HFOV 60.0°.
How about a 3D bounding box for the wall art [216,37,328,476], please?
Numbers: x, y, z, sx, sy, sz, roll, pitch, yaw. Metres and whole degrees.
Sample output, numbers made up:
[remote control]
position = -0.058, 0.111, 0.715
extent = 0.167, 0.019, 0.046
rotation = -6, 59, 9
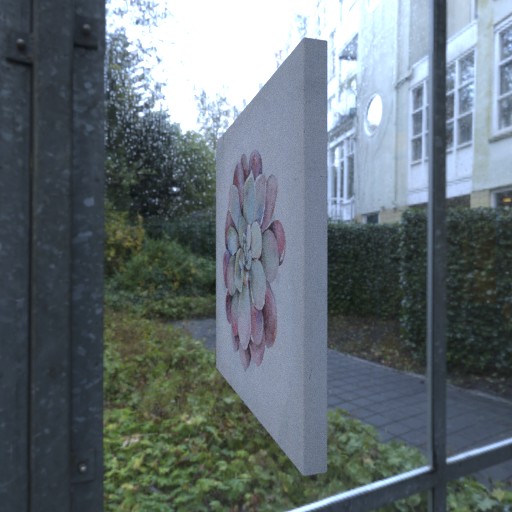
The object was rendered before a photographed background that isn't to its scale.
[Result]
[wall art]
position = 0.000, 0.000, 0.905
extent = 0.044, 0.605, 0.605
rotation = 0, 0, -17
